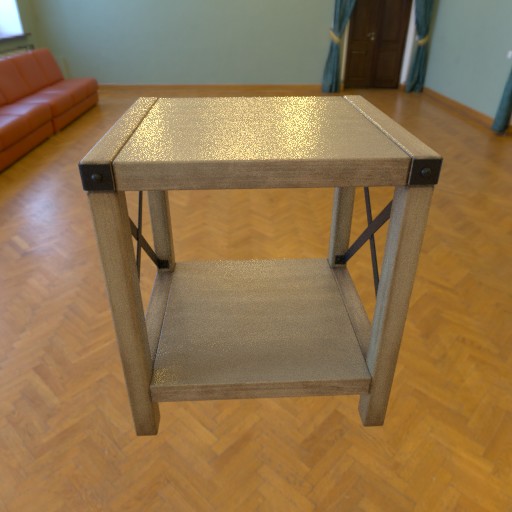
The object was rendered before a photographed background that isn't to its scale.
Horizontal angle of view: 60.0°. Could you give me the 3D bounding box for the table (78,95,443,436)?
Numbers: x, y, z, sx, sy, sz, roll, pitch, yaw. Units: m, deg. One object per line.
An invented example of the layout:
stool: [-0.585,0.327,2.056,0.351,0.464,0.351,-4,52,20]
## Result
table: [0.000,0.000,0.929,0.510,0.561,0.459,-1,30,-2]
